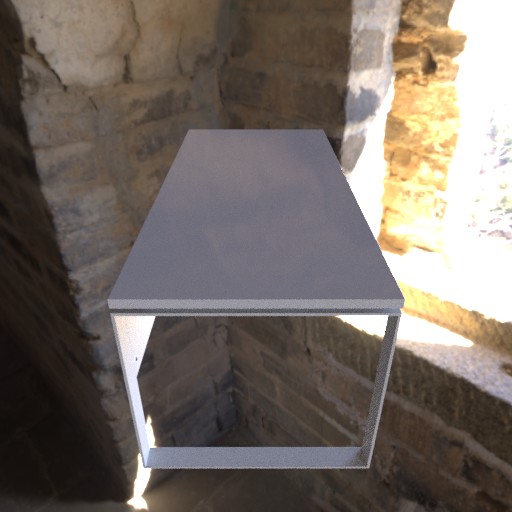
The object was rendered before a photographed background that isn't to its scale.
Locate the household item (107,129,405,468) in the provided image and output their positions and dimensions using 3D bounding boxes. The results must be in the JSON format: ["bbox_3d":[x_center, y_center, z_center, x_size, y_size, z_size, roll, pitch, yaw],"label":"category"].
[{"bbox_3d":[0.000,0.000,2.109,0.800,0.745,1.700,0,31,0],"label":"household item"}]
